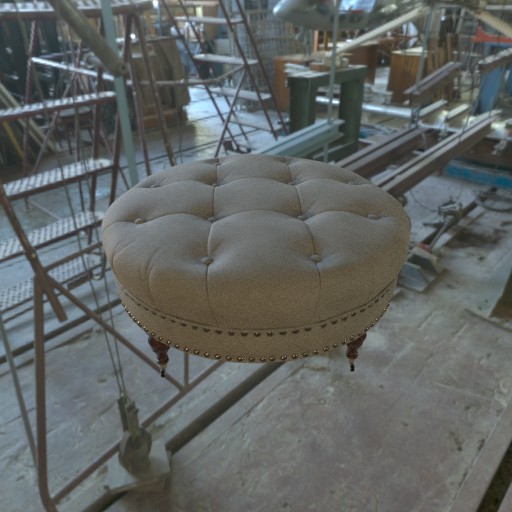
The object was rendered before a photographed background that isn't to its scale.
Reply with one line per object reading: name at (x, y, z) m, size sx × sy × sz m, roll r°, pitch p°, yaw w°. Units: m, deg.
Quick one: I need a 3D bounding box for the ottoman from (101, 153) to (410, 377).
ottoman at (0.000, 0.000, 1.388) m, size 0.901 × 0.439 × 0.901 m, roll 0°, pitch 31°, yaw 0°
